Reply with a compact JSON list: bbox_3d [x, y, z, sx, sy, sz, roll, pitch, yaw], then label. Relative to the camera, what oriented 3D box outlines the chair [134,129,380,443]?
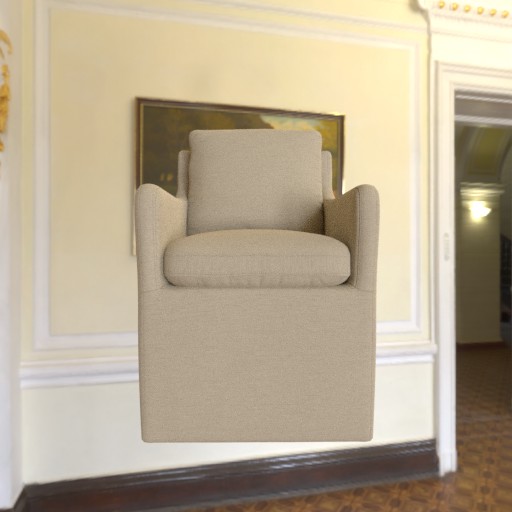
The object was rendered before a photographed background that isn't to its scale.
[{"bbox_3d":[0.000,0.000,1.401,0.626,0.914,0.694,0,0,-1],"label":"chair"}]
